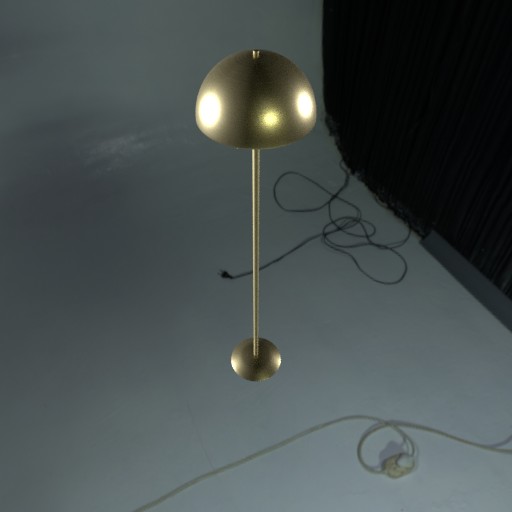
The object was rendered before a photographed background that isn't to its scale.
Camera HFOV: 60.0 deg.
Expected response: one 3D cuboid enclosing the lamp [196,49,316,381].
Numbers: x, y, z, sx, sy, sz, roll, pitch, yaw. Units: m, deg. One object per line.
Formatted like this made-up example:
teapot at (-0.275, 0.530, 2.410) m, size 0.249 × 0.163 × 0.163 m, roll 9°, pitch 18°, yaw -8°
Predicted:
lamp at (0.000, 0.000, 1.628) m, size 0.328 × 1.480 × 0.328 m, roll -24°, pitch 52°, yaw -21°
